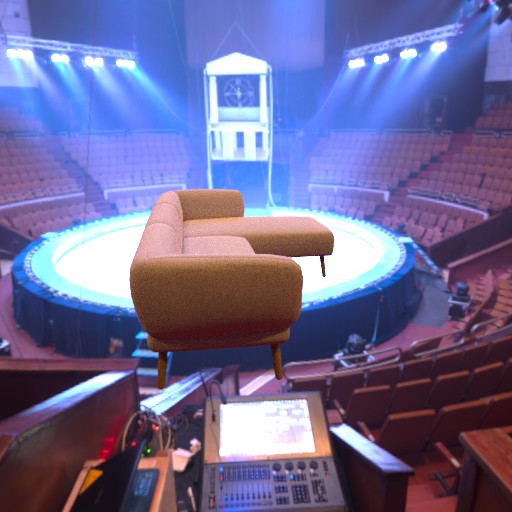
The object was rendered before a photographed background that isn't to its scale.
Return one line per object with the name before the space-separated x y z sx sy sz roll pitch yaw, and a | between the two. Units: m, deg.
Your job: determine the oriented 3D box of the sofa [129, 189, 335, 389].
sofa | 0.000 0.000 3.402 1.610 0.730 2.660 -2 16 -8
